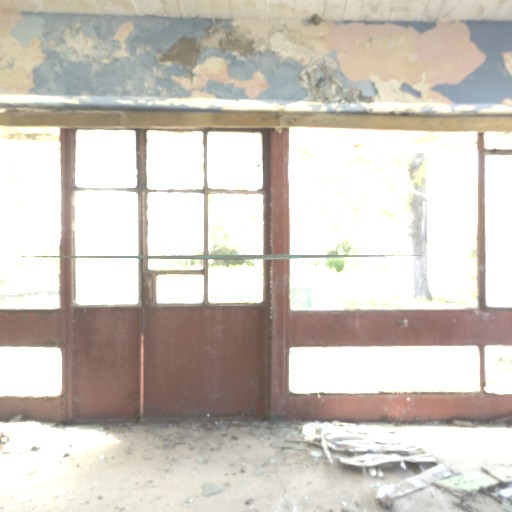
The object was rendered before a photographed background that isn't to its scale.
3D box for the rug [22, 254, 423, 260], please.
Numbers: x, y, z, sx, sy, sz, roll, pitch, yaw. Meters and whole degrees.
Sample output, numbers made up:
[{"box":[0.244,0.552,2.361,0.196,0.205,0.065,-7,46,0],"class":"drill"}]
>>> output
[{"box":[0.000,0.000,2.916,1.524,0.006,2.286,0,1,36],"class":"rug"}]
